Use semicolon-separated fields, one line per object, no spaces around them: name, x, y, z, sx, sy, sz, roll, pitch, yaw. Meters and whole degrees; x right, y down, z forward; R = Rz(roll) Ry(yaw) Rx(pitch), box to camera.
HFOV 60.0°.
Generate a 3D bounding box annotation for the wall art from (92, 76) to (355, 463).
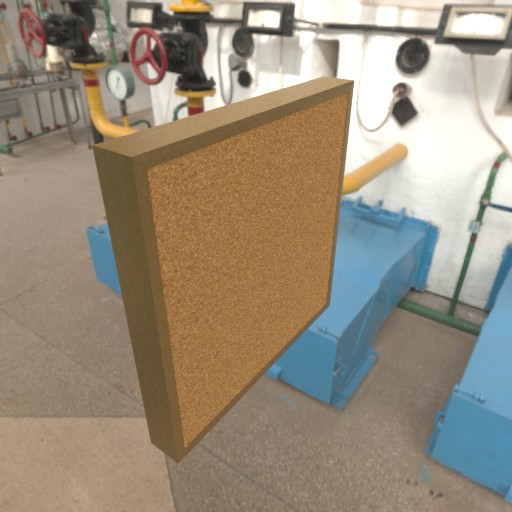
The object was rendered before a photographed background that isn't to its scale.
wall art;0.000;0.000;0.460;0.038;0.305;0.304;21;38;30
